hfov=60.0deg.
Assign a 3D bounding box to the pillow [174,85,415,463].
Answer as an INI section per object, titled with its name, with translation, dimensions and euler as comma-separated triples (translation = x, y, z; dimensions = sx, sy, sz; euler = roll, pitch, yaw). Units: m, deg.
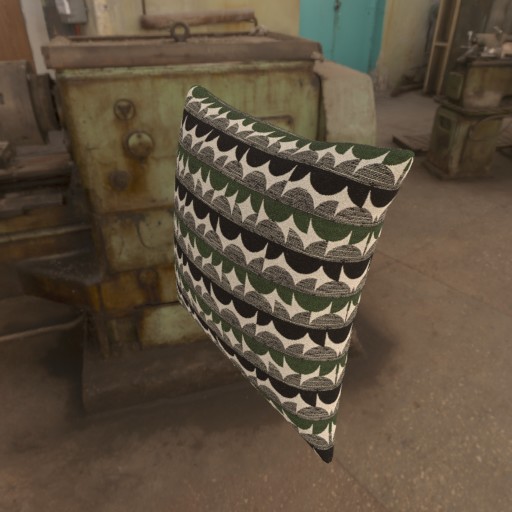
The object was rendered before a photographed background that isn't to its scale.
[pillow]
translation = 0.000, 0.000, 0.633
dimensions = 0.180, 0.404, 0.419
euler = -20, 36, -30
